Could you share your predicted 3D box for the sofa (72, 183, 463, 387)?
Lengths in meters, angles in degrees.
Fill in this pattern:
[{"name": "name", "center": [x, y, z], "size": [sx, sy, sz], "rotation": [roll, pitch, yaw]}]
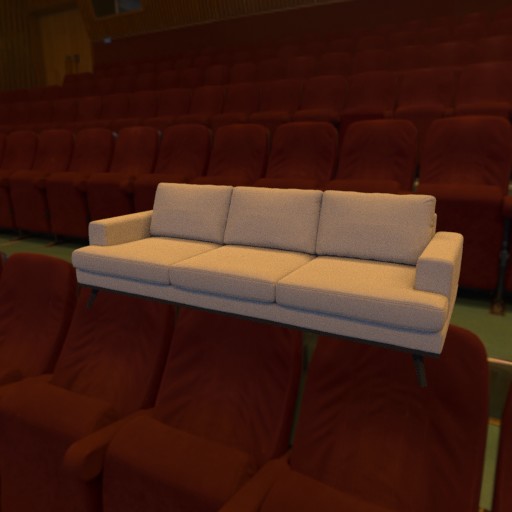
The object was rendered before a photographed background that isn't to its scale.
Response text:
[{"name": "sofa", "center": [0.000, 0.000, 2.795], "size": [2.310, 0.810, 0.920], "rotation": [7, 16, 27]}]
